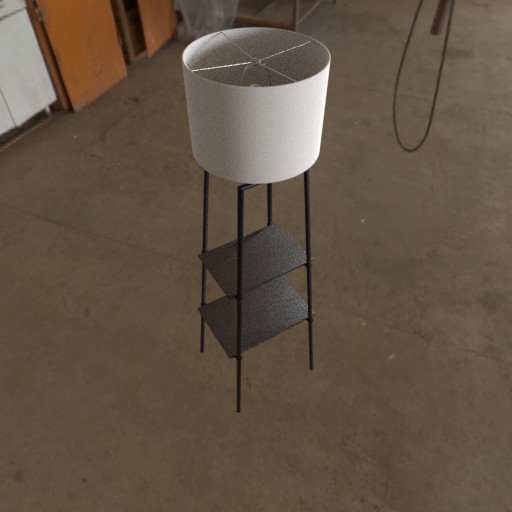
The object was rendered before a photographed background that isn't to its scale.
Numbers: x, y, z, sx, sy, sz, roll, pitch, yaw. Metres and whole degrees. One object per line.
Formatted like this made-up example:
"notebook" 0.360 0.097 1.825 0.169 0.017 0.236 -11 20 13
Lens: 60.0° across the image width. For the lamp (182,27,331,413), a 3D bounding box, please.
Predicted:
"lamp" 0.000 0.000 1.653 0.427 1.474 0.384 -24 51 -21
